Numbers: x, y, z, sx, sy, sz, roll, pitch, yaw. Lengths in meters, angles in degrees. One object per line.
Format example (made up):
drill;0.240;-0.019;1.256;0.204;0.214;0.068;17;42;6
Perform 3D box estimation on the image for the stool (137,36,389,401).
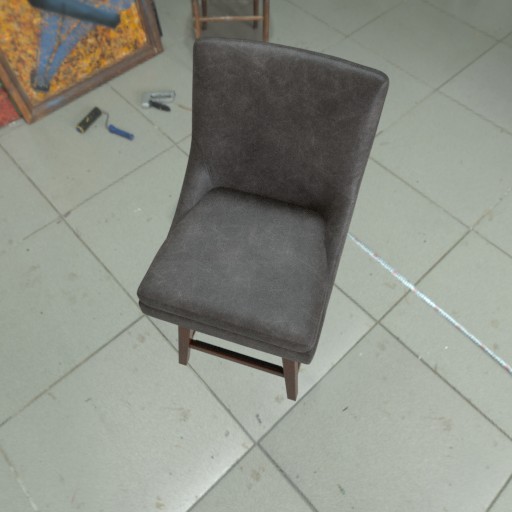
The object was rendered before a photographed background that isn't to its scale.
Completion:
stool;0.000;0.000;1.358;0.492;1.046;0.587;15;61;9
